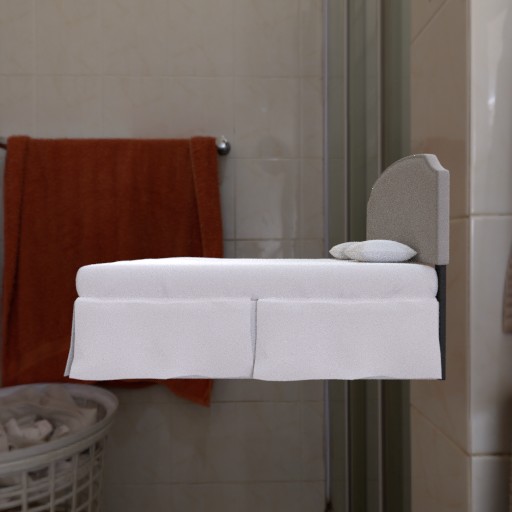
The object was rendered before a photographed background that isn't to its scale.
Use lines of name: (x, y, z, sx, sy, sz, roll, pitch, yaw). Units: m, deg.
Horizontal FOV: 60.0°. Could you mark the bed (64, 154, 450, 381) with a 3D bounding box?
bed: (0.000, 0.000, 3.031, 1.999, 1.270, 1.558, 0, 1, 1)
